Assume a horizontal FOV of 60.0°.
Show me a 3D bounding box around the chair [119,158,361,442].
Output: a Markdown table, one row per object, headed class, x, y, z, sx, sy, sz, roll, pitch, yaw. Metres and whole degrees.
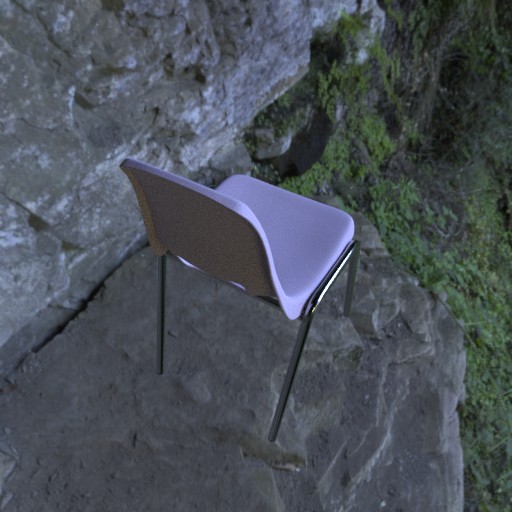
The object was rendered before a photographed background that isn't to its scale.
| class | x | y | z | sx | sy | sz | roll | pitch | yaw |
| --- | --- | --- | --- | --- | --- | --- | --- | --- | --- |
| chair | 0.000 | 0.000 | 0.965 | 0.381 | 0.704 | 0.436 | 24 | 52 | 20 |
